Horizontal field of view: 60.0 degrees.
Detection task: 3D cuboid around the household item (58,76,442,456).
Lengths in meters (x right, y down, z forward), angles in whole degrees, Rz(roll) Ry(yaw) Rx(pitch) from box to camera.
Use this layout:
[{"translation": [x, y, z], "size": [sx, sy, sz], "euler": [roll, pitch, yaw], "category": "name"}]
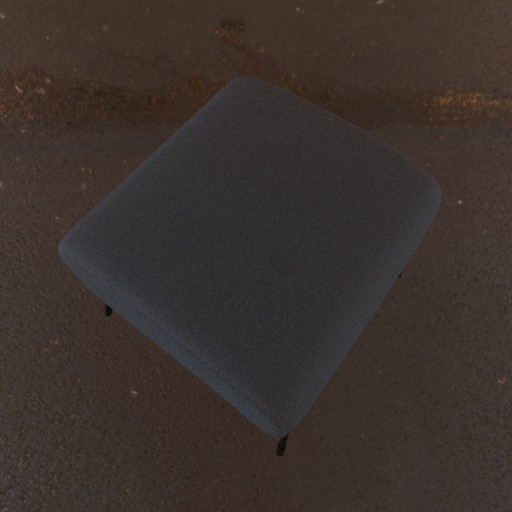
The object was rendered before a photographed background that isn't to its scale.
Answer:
[{"translation": [0.000, 0.000, 0.907], "size": [0.530, 0.420, 0.530], "euler": [34, 69, 15], "category": "household item"}]
